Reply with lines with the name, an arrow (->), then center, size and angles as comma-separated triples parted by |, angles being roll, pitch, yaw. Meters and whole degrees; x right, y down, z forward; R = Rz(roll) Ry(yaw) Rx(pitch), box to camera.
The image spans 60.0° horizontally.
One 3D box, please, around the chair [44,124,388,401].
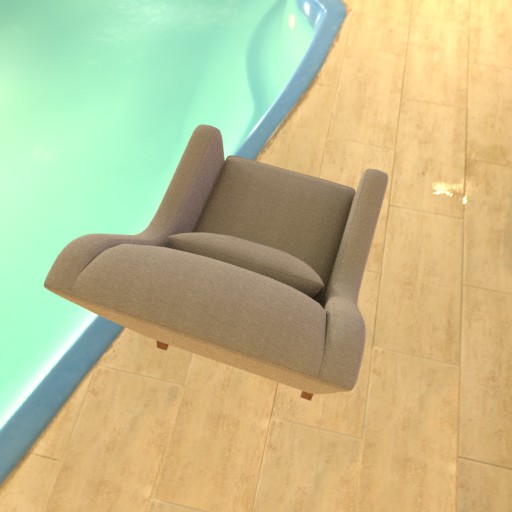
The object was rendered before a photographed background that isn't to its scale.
chair -> 0.000, 0.000, 1.530 | 0.715, 1.017, 0.890 | 17, 65, 8
